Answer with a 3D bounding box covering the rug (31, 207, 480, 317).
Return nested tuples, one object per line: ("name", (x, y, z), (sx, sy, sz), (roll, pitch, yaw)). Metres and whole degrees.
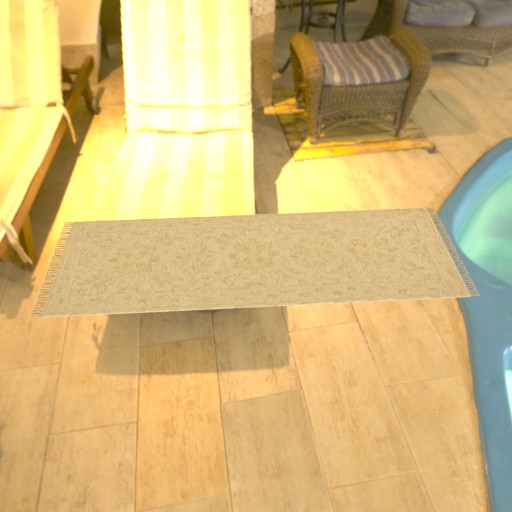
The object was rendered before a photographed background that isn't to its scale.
("rug", (0.000, 0.000, 2.782), (2.544, 0.015, 0.795), (-2, 46, -2))
